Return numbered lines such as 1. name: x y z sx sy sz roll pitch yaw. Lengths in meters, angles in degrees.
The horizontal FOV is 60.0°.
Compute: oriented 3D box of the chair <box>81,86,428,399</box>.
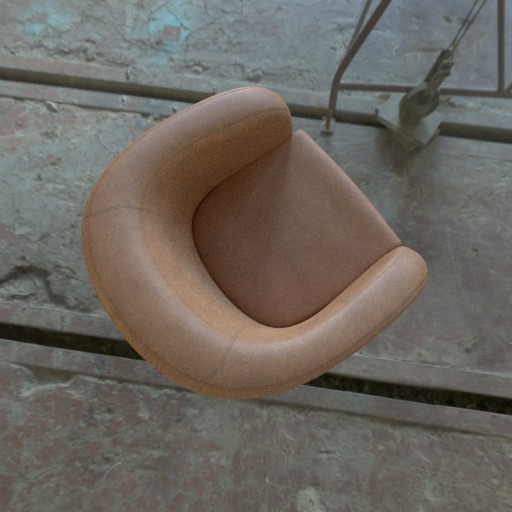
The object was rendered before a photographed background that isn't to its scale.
1. chair: 0.000 0.000 1.407 0.815 0.771 0.791 -36 78 -9
